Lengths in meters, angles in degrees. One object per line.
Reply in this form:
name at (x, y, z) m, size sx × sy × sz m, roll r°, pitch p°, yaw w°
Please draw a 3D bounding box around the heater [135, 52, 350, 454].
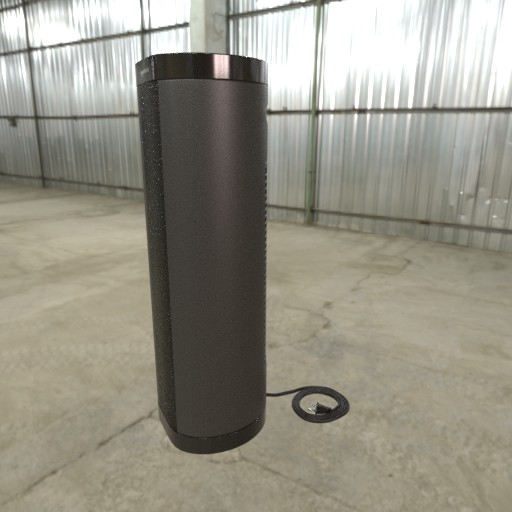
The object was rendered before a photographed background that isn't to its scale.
heater at (0.000, 0.000, 0.691) m, size 0.312 × 0.552 × 0.174 m, roll -8°, pitch 17°, yaw -25°
